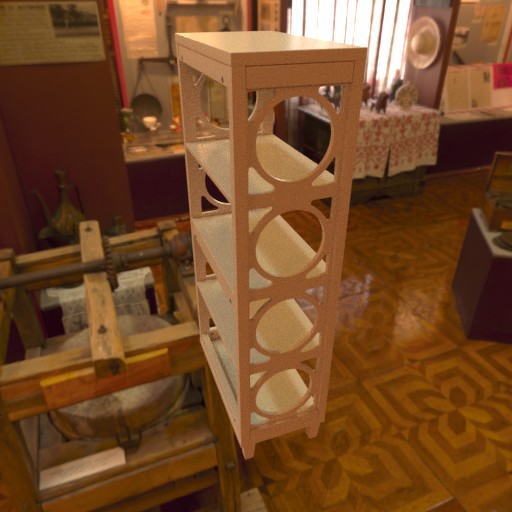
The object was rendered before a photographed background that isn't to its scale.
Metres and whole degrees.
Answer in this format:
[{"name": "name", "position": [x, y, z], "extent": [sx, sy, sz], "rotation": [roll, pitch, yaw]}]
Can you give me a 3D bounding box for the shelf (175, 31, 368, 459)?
[{"name": "shelf", "position": [0.000, 0.000, 1.600], "extent": [0.340, 1.411, 0.611], "rotation": [-11, 32, -17]}]
